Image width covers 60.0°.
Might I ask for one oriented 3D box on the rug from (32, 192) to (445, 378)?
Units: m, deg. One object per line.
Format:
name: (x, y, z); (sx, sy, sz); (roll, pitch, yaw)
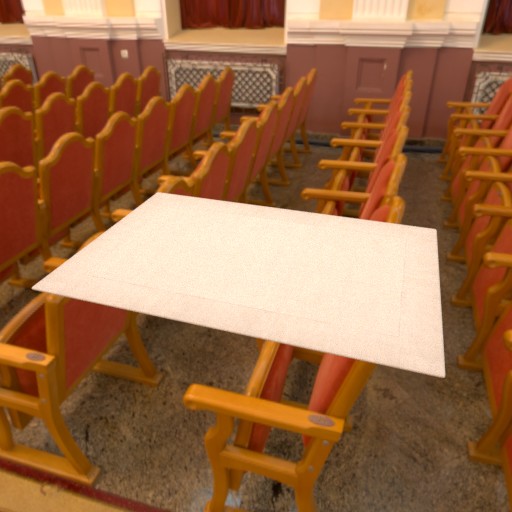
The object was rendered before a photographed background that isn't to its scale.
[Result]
rug: (0.000, 0.000, 2.338); (1.829, 0.013, 1.219); (9, 32, 15)
